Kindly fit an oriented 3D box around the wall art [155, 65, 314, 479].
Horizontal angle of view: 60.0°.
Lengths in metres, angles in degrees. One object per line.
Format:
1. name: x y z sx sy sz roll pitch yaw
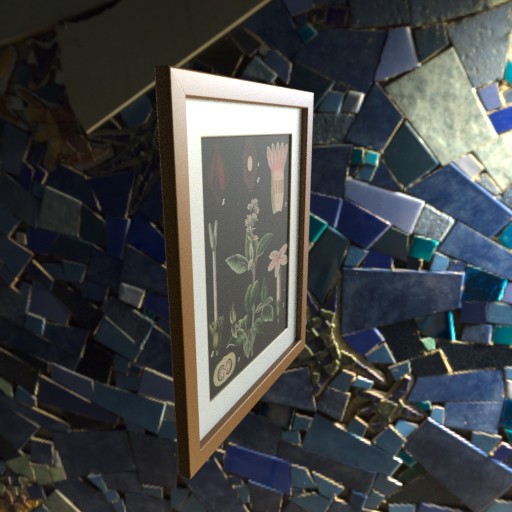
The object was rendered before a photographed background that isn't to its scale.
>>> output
1. wall art: 0.000 0.000 0.753 0.021 0.550 0.449 8 18 26
